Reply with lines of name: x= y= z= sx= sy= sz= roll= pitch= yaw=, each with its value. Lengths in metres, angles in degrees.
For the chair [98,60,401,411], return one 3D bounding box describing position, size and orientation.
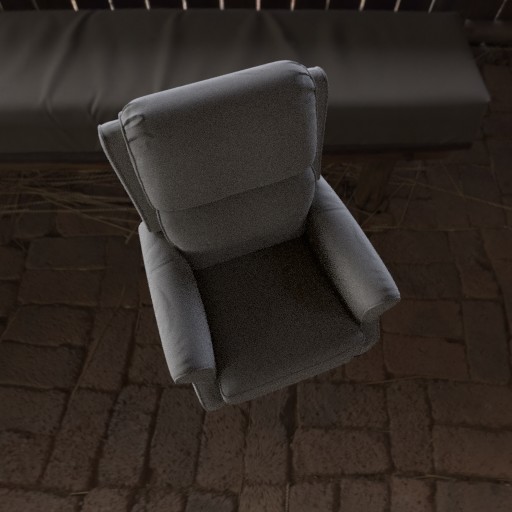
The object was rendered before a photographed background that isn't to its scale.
chair: x=0.000 y=0.000 z=1.723 sx=0.859 sy=1.046 sz=0.919 roll=-18 pitch=66 yaw=-9
